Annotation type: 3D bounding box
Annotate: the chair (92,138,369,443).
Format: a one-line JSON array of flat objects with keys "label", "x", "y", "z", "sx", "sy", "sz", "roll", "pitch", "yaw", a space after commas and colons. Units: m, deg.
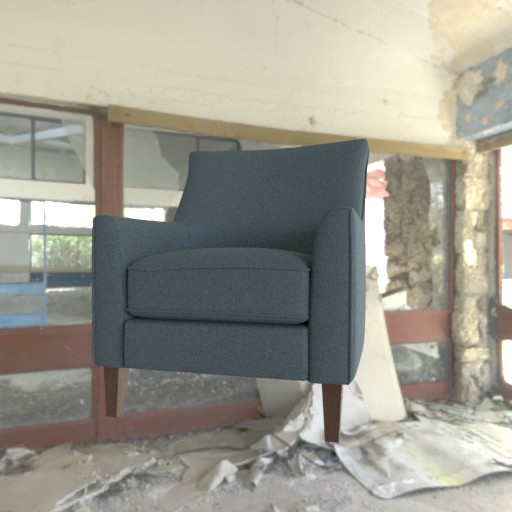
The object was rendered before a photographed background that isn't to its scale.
[{"label": "chair", "x": 0.000, "y": 0.000, "z": 1.558, "sx": 0.756, "sy": 0.916, "sz": 0.879, "roll": 0, "pitch": 0, "yaw": 16}]
